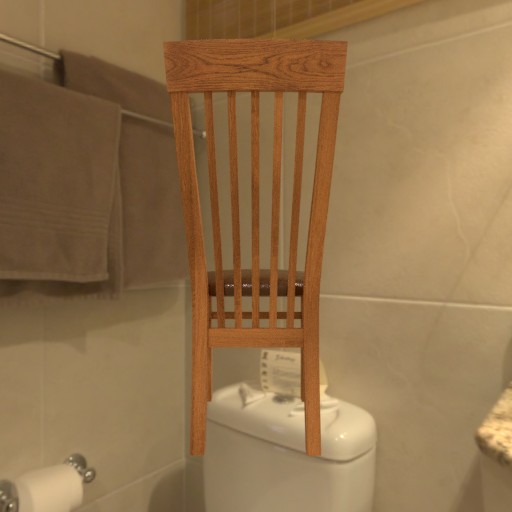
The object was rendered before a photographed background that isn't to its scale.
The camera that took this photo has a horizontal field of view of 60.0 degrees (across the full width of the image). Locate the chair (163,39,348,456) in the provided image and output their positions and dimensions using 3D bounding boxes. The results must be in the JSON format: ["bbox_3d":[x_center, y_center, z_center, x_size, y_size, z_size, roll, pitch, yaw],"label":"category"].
[{"bbox_3d":[0.000,0.000,1.358,0.450,1.050,0.580,0,0,0],"label":"chair"}]
